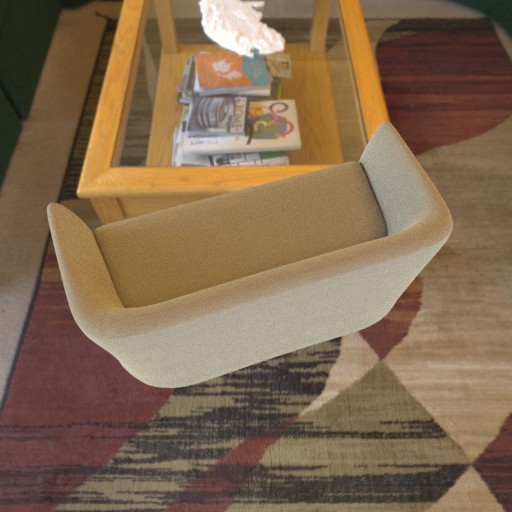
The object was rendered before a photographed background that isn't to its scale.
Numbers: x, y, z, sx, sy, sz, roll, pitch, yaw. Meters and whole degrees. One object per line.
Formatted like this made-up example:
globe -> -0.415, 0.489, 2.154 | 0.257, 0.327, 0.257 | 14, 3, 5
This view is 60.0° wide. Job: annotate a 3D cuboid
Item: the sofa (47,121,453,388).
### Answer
sofa -> 0.000, 0.000, 1.816 | 1.452, 0.721, 0.705 | -16, 60, -9
